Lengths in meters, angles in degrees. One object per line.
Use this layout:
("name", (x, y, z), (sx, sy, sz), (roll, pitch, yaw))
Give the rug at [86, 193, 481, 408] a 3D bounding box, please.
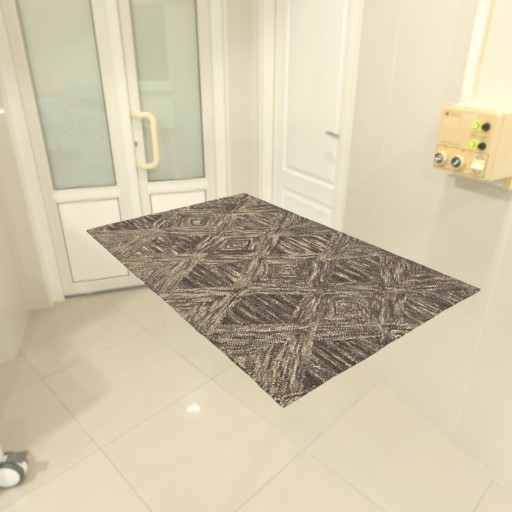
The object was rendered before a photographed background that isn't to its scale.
("rug", (0.000, 0.000, 2.334), (1.186, 0.012, 1.814), (-19, 31, -34))
